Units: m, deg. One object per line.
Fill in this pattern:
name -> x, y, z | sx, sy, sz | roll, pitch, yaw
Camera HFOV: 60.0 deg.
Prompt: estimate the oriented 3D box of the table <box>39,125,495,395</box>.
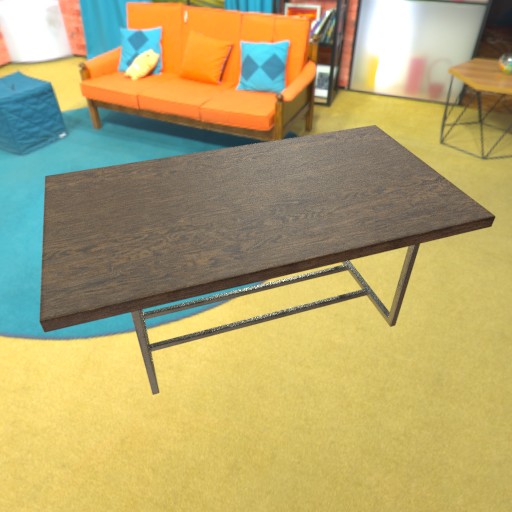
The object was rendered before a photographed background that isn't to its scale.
table -> 0.000, 0.000, 2.455 | 1.989, 0.795, 1.078 | -12, 42, -14
